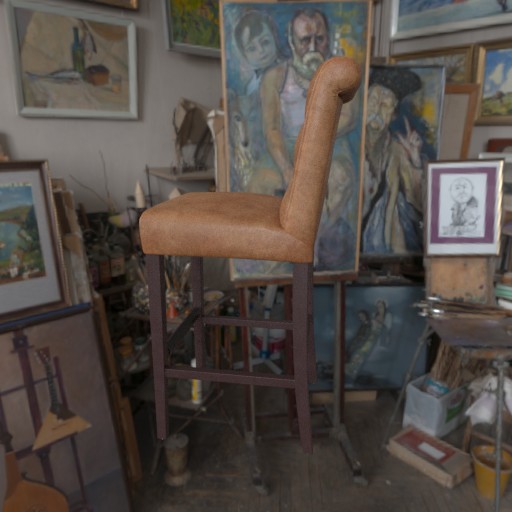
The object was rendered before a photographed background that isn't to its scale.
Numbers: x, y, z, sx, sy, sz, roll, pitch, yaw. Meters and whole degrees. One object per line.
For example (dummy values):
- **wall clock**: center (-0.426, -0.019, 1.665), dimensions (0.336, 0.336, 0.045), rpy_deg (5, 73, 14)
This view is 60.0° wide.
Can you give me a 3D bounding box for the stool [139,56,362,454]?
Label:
- **stool**: center (0.000, 0.000, 1.461), dimensions (0.601, 1.140, 0.493), rpy_deg (2, 15, 9)
